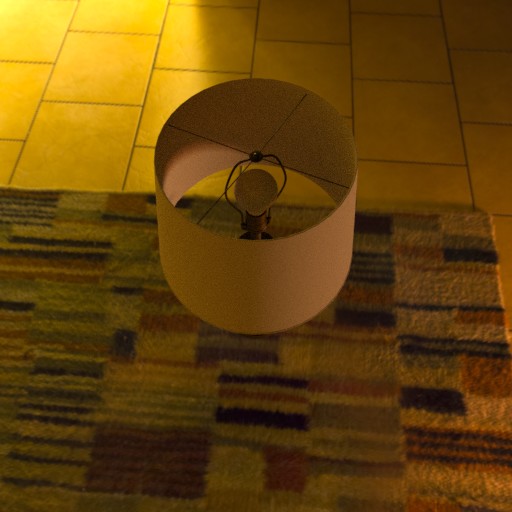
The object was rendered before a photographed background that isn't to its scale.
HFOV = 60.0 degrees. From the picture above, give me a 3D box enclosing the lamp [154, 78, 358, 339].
[{"bbox_3d":[0.000,0.000,0.817,0.331,0.594,0.331,0,64,0],"label":"lamp"}]
